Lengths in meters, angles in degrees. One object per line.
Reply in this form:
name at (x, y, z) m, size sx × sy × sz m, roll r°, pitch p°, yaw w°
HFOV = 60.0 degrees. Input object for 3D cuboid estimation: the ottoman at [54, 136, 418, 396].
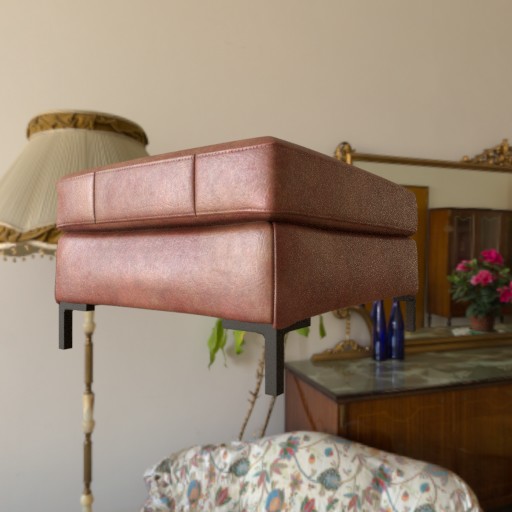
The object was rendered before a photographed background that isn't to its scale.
ottoman at (0.000, 0.000, 1.781) m, size 0.965 × 0.667 × 1.186 m, roll 0°, pitch 0°, yaw 36°
